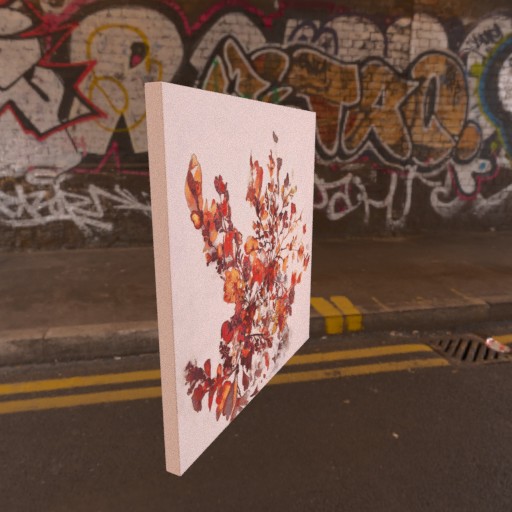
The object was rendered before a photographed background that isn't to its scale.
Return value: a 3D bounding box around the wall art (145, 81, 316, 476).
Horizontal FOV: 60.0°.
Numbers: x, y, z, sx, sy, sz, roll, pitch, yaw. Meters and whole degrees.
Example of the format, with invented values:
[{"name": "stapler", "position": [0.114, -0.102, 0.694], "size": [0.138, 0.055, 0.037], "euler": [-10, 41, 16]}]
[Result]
[{"name": "wall art", "position": [0.000, 0.000, 1.532], "size": [0.049, 1.009, 1.009], "euler": [7, 15, 26]}]
